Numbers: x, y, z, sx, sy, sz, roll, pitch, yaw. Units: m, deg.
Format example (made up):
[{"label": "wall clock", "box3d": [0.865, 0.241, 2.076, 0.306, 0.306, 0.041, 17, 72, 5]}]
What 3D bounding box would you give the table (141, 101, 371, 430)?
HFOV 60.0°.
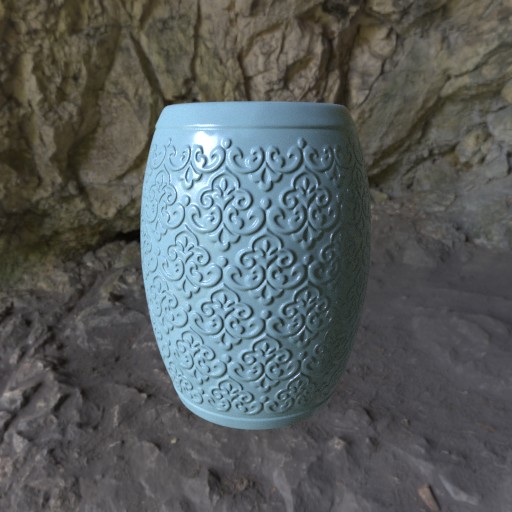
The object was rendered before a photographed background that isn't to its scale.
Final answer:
[{"label": "table", "box3d": [0.000, 0.000, 0.619, 0.309, 0.397, 0.309, 0, 16, 0]}]
